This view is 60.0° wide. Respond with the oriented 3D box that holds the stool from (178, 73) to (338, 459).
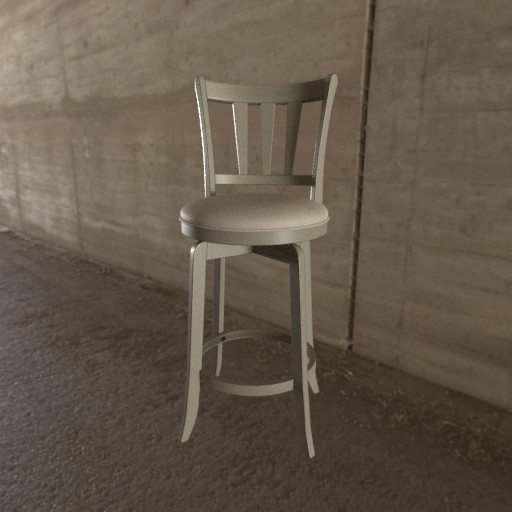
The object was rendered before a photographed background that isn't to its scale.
[{"bbox_3d":[0.000,0.000,1.319,0.436,1.042,0.475,3,15,10],"label":"stool"}]
